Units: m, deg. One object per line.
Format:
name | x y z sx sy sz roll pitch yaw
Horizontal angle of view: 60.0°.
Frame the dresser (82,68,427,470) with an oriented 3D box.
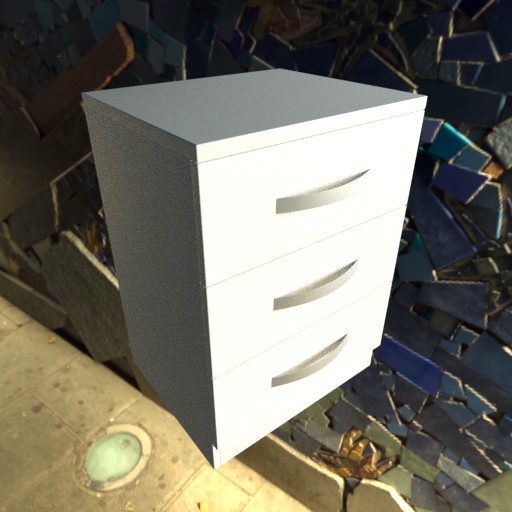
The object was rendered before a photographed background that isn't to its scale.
dresser | 0.000 0.000 0.807 0.400 0.560 0.360 -22 37 -32
